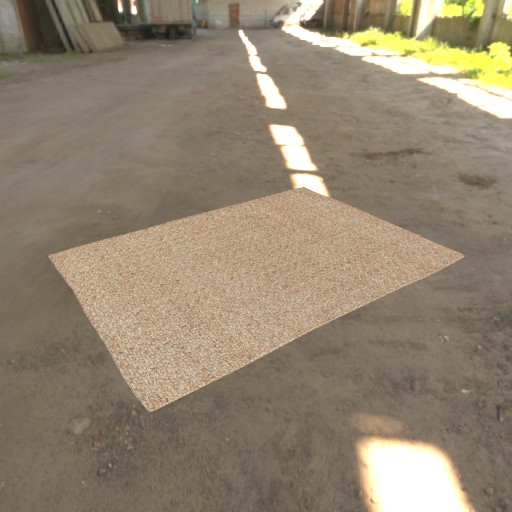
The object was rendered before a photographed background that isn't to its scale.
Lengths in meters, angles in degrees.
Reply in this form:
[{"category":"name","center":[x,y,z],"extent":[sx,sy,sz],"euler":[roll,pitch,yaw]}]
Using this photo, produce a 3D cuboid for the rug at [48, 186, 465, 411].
[{"category":"rug","center":[0.000,0.000,2.793],"extent":[2.141,0.013,1.566],"euler":[-20,35,-31]}]
